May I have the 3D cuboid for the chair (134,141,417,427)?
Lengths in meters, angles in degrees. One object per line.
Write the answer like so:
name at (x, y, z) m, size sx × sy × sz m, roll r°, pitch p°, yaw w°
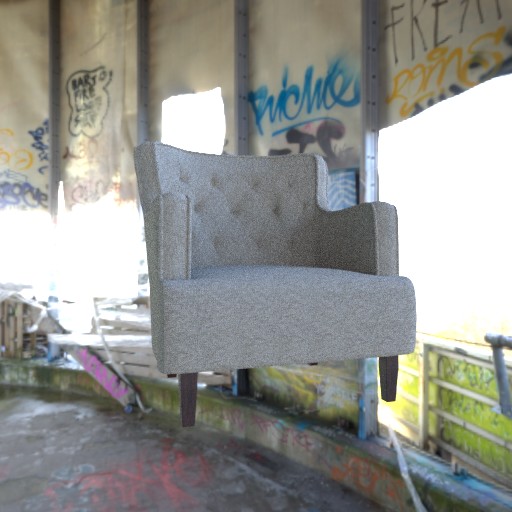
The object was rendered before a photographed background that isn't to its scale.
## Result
chair at (0.000, 0.000, 1.668) m, size 0.820 × 0.920 × 0.910 m, roll 0°, pitch 0°, yaw -18°
